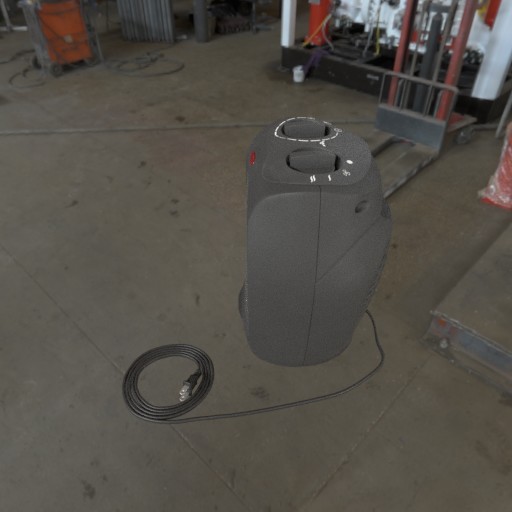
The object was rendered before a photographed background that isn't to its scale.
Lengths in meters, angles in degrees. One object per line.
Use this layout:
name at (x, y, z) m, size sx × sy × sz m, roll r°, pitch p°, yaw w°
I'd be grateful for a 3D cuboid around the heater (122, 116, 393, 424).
heater at (0.000, 0.000, 0.459) m, size 0.291 × 0.240 × 0.239 m, roll -1°, pitch 40°, yaw -1°
